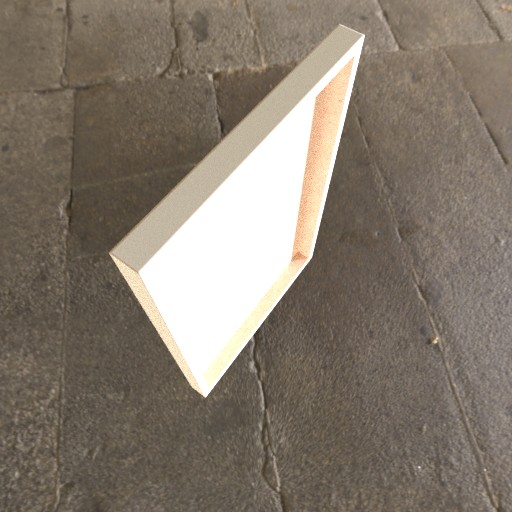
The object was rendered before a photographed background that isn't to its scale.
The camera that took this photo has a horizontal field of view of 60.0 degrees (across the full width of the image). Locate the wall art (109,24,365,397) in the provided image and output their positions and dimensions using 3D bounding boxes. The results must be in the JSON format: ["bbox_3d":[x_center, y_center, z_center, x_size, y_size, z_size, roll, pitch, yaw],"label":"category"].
[{"bbox_3d":[0.000,0.000,0.760,0.038,0.608,0.418,33,67,16],"label":"wall art"}]
